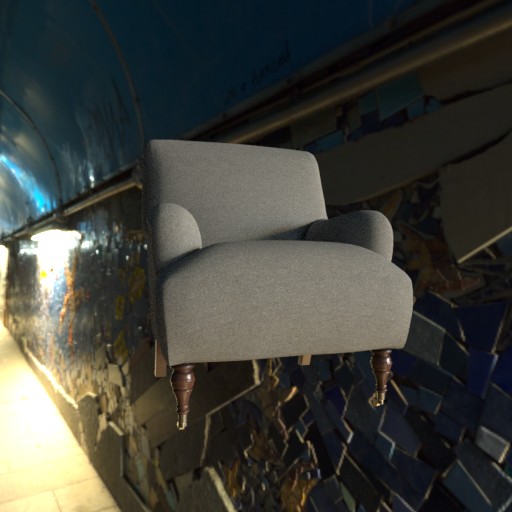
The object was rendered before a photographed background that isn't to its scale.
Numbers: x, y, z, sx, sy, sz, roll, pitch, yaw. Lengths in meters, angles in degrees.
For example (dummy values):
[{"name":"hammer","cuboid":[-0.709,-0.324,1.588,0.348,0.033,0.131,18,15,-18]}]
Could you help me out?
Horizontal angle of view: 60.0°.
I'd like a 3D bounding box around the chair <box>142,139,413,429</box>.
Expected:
[{"name":"chair","cuboid":[0.000,0.000,1.574,0.766,0.942,0.843,0,0,-18]}]
